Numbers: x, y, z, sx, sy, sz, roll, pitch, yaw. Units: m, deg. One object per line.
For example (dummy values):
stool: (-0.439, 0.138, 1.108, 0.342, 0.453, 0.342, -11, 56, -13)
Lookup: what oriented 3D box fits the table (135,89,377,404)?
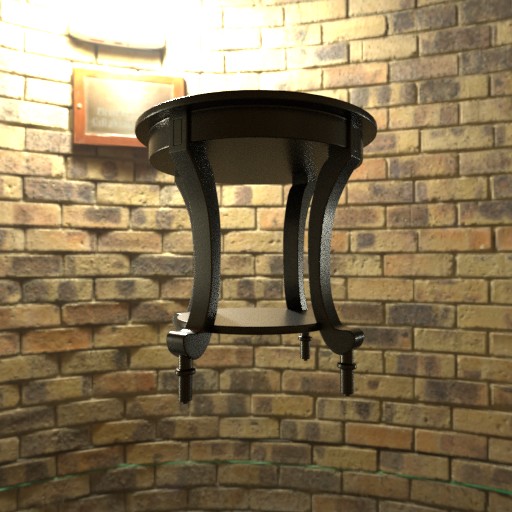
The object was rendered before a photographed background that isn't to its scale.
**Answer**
table: (0.000, 0.000, 1.126, 0.597, 0.618, 0.597, 0, -1, 0)
